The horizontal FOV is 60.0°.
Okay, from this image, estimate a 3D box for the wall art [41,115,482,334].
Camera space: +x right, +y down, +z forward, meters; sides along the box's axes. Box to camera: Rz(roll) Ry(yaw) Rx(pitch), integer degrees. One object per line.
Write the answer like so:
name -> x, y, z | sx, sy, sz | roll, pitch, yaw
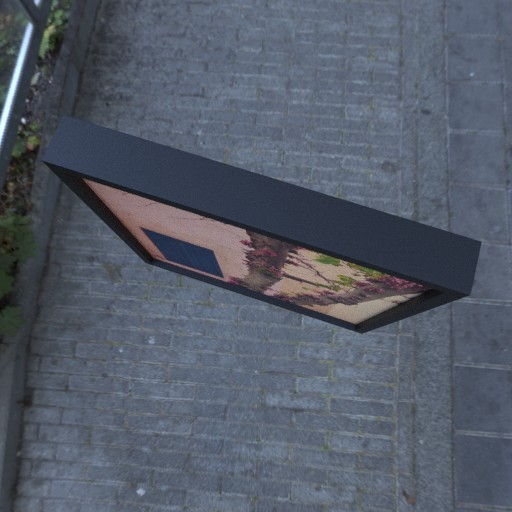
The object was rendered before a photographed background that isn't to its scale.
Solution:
wall art -> 0.000, 0.000, 0.450 | 0.305, 0.304, 0.038 | 18, 76, 5
